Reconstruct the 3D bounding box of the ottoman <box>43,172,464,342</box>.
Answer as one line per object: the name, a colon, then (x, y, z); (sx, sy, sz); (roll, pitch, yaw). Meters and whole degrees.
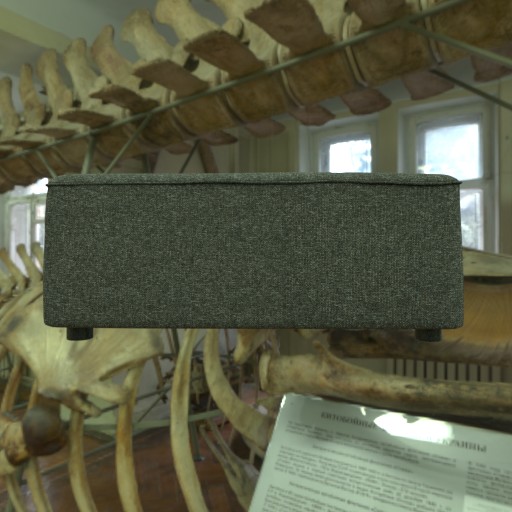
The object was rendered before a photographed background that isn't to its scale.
ottoman: (0.000, 0.000, 1.533); (1.017, 0.423, 1.021); (0, -1, 2)
